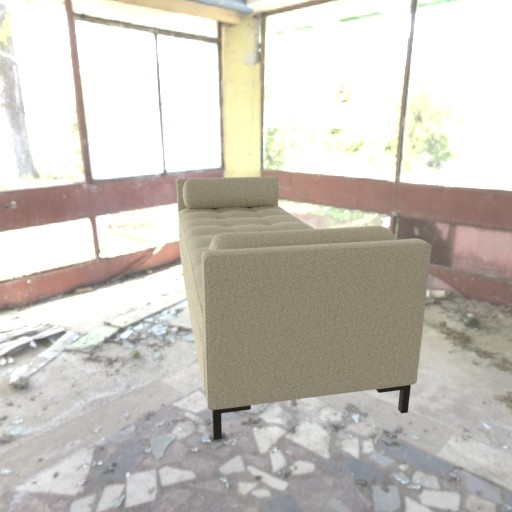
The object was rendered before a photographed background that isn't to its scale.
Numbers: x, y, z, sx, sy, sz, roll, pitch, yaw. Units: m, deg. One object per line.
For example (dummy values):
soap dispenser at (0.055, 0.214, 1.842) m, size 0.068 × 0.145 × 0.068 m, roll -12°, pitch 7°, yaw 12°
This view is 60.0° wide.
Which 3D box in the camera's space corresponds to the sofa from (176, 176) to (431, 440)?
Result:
sofa at (0.000, 0.000, 2.326) m, size 0.746 × 0.641 × 1.985 m, roll -3°, pitch 17°, yaw -11°
